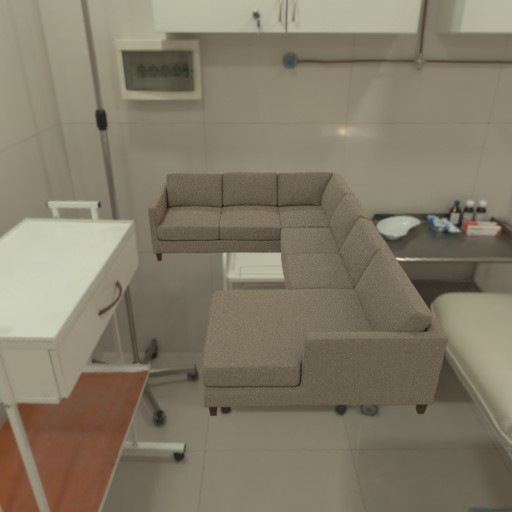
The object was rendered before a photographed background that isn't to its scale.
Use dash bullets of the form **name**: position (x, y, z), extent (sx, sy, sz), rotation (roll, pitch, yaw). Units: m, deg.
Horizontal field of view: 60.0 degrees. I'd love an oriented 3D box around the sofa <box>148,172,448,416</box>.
- **sofa**: position (0.000, 0.000, 4.446), extent (2.424, 0.865, 3.438), rotation (0, 26, -1)
